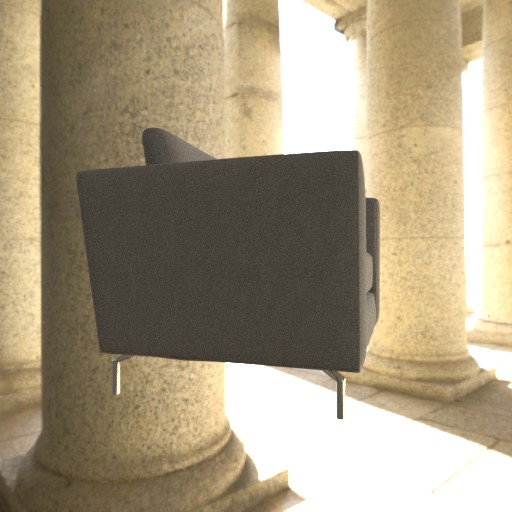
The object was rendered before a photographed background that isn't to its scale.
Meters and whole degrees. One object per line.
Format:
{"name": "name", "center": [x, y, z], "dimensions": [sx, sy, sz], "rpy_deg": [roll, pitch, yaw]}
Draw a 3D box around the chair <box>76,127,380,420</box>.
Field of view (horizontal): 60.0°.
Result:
{"name": "chair", "center": [0.000, 0.000, 1.716], "dimensions": [0.889, 0.864, 1.041], "rpy_deg": [0, 0, 18]}
